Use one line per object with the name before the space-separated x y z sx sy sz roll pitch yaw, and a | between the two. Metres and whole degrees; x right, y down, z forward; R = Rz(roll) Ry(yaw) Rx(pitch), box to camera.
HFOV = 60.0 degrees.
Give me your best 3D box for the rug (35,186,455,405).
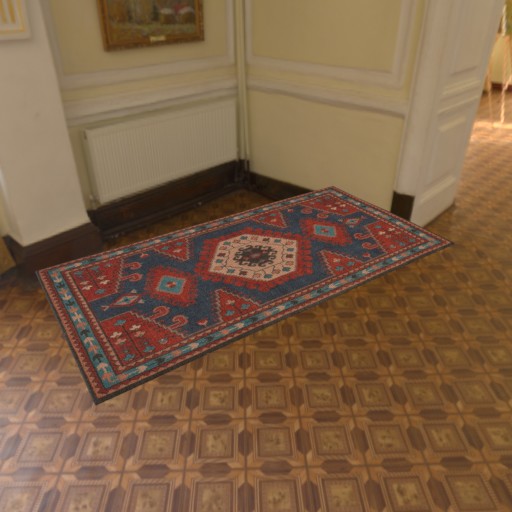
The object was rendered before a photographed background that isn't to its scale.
rug | 0.000 0.000 3.555 3.032 0.034 1.522 -19 36 -28
